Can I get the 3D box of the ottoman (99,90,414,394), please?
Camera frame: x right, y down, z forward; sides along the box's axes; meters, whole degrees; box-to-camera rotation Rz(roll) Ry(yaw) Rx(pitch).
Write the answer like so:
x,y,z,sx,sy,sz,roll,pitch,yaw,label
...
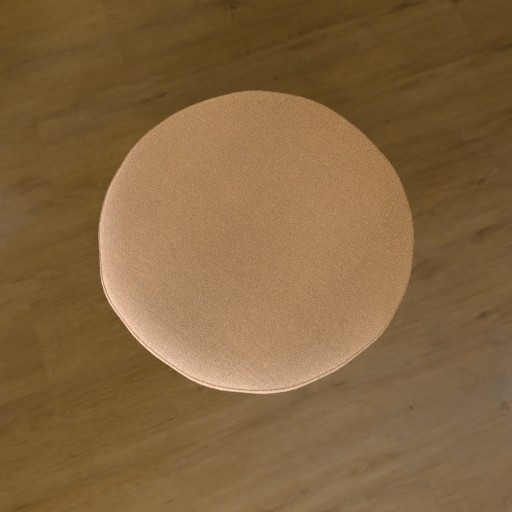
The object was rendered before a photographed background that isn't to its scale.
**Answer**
x,y,z,sx,sy,sz,roll,pitch,yaw,label
0.000,0.000,0.857,0.497,0.409,0.497,0,75,0,ottoman
